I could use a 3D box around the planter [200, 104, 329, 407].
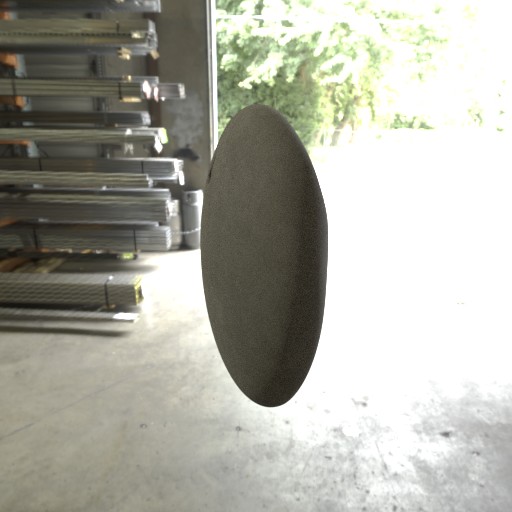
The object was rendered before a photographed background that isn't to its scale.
[{"bbox_3d":[0.000,0.000,0.289,0.071,0.188,0.185,-3,17,-11],"label":"planter"}]
